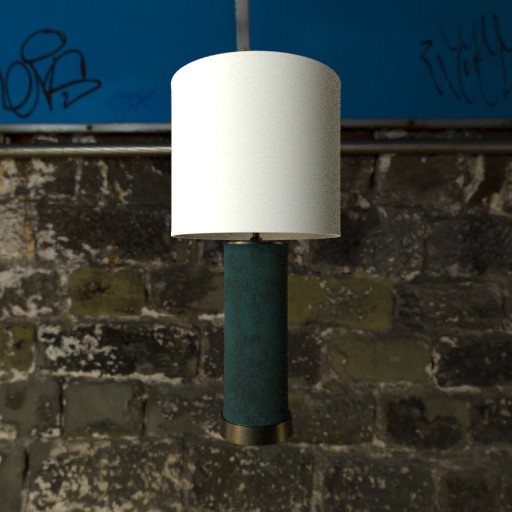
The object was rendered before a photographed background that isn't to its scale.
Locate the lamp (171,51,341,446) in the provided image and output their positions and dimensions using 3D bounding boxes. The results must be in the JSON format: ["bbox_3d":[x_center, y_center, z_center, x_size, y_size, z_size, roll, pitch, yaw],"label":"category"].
[{"bbox_3d":[0.000,0.000,0.801,0.301,0.630,0.301,0,0,18],"label":"lamp"}]
